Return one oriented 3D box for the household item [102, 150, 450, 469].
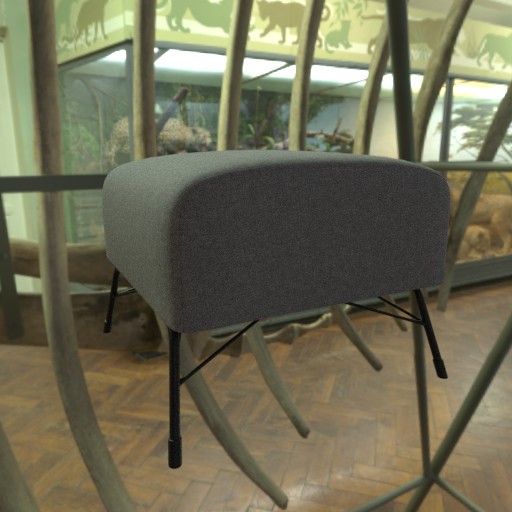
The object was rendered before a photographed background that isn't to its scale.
[{"bbox_3d":[0.000,0.000,0.880,0.530,0.410,0.530,-7,14,-27],"label":"household item"}]
